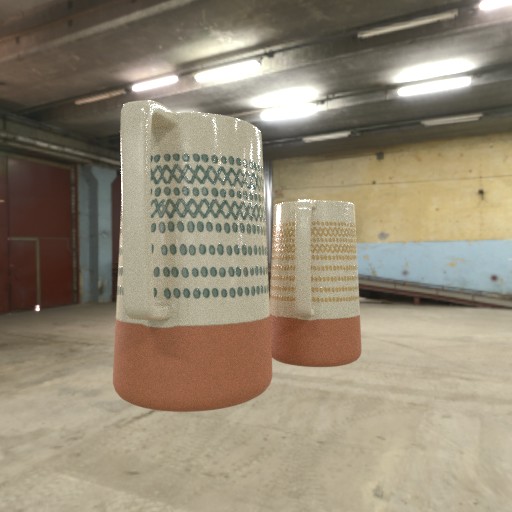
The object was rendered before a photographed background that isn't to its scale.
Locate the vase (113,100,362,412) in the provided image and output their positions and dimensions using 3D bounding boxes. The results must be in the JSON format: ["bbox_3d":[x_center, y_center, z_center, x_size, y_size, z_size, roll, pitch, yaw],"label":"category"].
[{"bbox_3d":[0.000,0.000,0.459,0.326,0.247,0.168,0,0,-35],"label":"vase"}]
